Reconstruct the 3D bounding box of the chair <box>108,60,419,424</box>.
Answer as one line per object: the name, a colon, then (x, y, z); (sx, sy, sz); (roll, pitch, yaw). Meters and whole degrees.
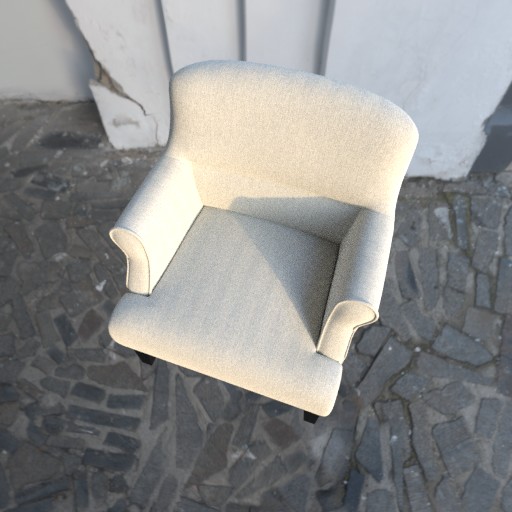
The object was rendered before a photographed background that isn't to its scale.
chair: (0.000, 0.000, 1.423); (0.781, 0.875, 0.750); (17, 60, 10)
